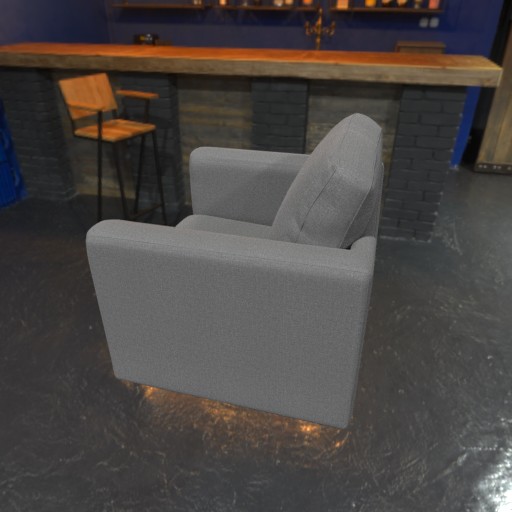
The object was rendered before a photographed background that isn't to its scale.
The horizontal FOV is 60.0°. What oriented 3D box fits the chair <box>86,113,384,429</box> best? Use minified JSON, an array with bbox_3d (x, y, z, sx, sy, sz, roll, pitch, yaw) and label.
[{"bbox_3d":[0.000,0.000,1.572,0.800,0.927,0.854,8,32,14],"label":"chair"}]
